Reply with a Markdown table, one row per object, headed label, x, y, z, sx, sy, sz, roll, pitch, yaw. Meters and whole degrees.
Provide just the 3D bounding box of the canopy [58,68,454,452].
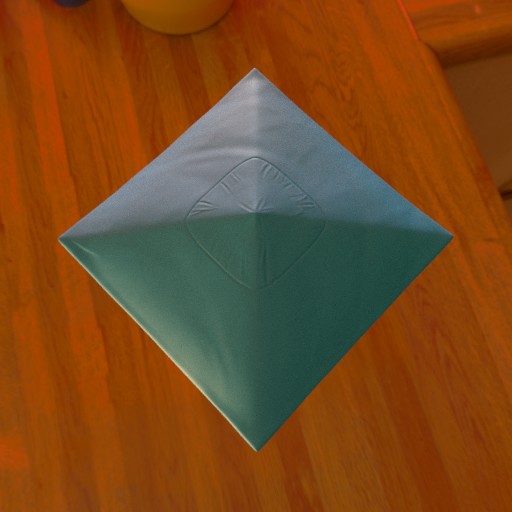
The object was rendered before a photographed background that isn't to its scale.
| label | x | y | z | sx | sy | sz | roll | pitch | yaw |
| --- | --- | --- | --- | --- | --- | --- | --- | --- | --- |
| canopy | 0.000 | 0.000 | 5.400 | 2.998 | 2.997 | 2.996 | 44 | 79 | 10 |
